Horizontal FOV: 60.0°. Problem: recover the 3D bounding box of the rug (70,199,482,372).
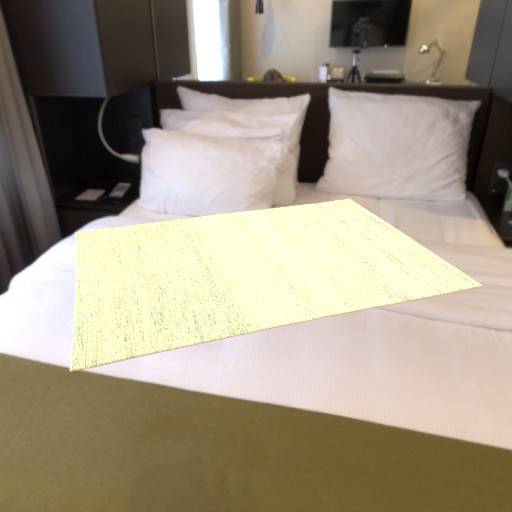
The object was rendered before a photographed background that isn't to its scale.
[{"bbox_3d":[0.000,0.000,2.960,2.305,0.029,1.593,-9,28,-16],"label":"rug"}]
